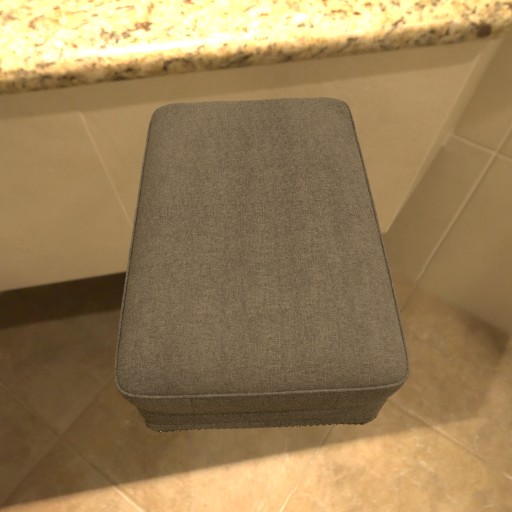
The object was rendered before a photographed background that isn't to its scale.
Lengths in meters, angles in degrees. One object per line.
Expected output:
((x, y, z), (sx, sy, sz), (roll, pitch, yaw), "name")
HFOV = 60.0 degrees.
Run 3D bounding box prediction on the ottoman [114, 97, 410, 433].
((0.000, 0.000, 1.147), (0.561, 0.457, 0.813), (-2, 58, -1), "ottoman")
